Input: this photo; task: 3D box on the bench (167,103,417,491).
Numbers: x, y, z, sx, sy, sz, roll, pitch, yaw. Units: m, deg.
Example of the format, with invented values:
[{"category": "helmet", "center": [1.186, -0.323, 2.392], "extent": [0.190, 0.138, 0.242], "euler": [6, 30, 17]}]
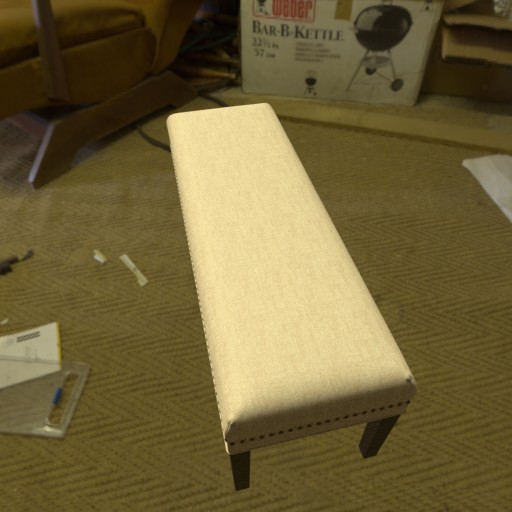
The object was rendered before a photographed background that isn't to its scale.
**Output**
[{"category": "bench", "center": [0.000, 0.000, 1.413], "extent": [0.410, 0.457, 1.219], "euler": [-10, 47, -9]}]
